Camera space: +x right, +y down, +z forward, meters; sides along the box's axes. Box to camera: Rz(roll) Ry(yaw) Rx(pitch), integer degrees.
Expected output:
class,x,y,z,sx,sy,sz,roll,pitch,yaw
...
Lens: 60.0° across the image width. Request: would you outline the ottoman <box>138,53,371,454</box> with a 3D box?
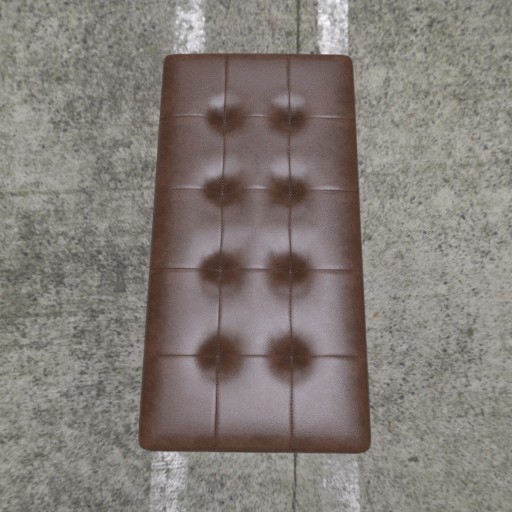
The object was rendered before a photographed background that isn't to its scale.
class,x,y,z,sx,sy,sz,roll,pitch,yaw
ottoman,0.000,0.000,1.096,0.432,0.470,0.838,1,76,0
